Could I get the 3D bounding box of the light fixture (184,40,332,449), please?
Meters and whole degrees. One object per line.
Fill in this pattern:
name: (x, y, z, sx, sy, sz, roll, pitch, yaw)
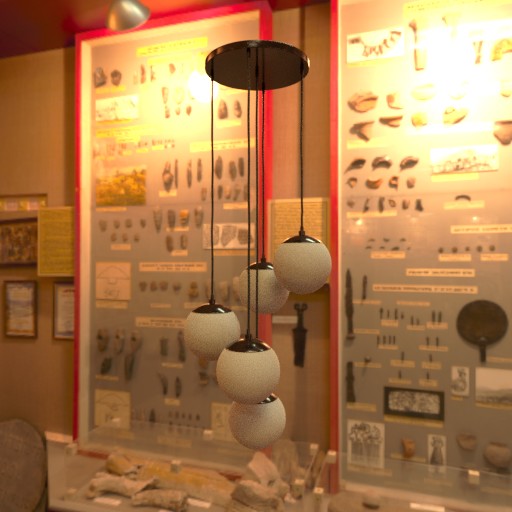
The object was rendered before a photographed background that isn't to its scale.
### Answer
light fixture: (0.000, 0.000, 1.472, 0.489, 1.271, 0.484, 0, 0, 19)
